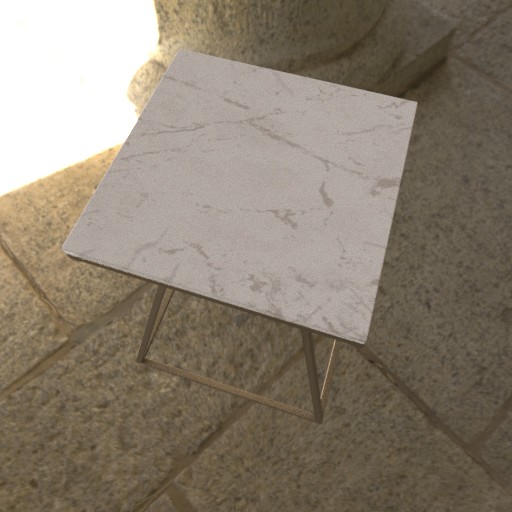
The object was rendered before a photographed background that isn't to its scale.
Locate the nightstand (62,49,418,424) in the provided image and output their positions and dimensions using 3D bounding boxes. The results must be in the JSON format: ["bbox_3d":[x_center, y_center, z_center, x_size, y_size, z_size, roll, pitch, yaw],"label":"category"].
[{"bbox_3d":[0.000,0.000,0.885,0.455,0.554,0.455,16,64,8],"label":"nightstand"}]
